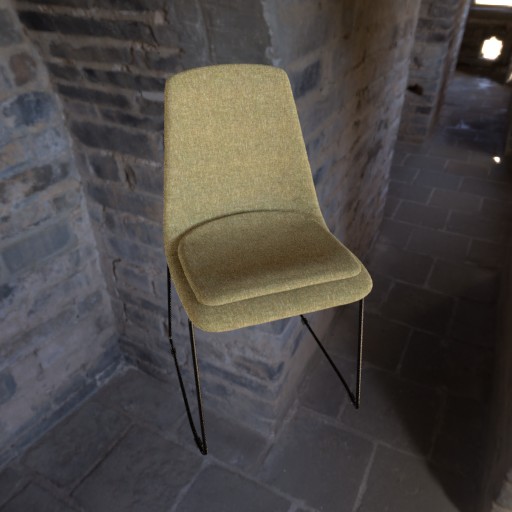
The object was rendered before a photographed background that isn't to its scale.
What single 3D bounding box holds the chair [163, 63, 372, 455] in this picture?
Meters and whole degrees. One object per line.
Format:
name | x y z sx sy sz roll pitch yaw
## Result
chair | 0.000 0.000 1.148 0.479 0.849 0.496 -11 35 -16
